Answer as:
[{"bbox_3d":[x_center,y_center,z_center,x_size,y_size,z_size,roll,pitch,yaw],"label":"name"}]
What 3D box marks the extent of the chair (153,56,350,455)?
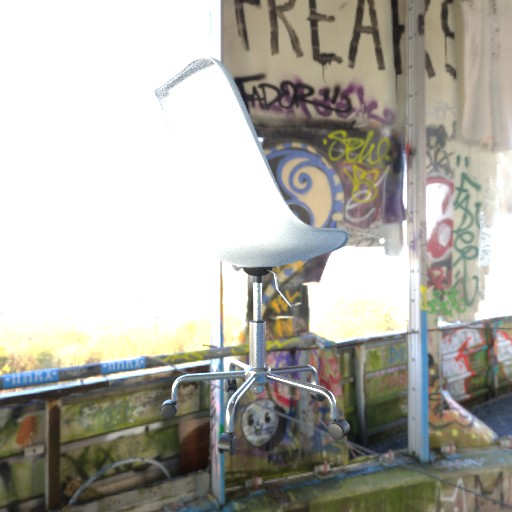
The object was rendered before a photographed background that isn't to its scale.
[{"bbox_3d":[0.000,0.000,1.283,0.550,0.930,0.550,0,0,-36],"label":"chair"}]
